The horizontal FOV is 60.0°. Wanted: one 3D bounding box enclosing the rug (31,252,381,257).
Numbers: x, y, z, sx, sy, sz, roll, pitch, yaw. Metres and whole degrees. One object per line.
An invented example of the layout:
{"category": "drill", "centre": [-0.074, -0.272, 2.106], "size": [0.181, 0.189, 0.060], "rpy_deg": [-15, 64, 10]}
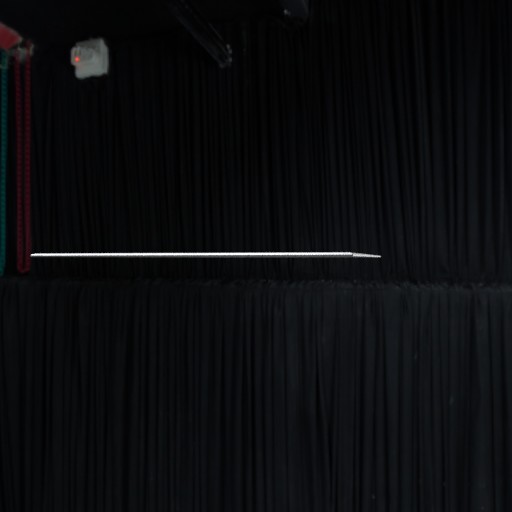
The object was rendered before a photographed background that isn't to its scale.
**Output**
{"category": "rug", "centre": [0.000, 0.000, 3.559], "size": [1.819, 0.018, 2.746], "rpy_deg": [0, 0, 18]}
